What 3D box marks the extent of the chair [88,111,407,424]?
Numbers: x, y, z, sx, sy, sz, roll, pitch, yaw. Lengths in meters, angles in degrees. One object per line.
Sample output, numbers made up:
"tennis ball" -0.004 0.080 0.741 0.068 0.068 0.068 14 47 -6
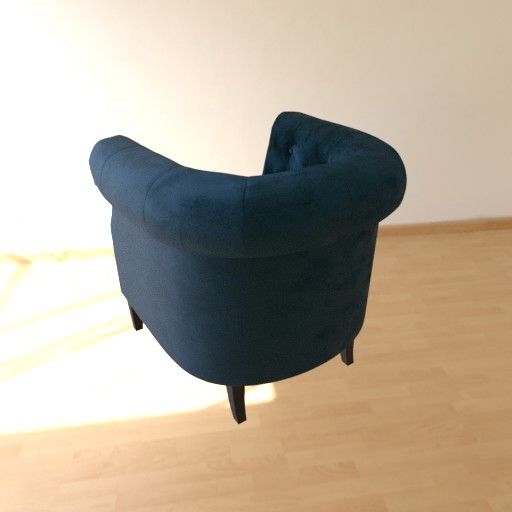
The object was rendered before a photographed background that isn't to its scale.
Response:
"chair" 0.000 0.000 1.558 0.904 0.826 0.851 -18 34 -29
